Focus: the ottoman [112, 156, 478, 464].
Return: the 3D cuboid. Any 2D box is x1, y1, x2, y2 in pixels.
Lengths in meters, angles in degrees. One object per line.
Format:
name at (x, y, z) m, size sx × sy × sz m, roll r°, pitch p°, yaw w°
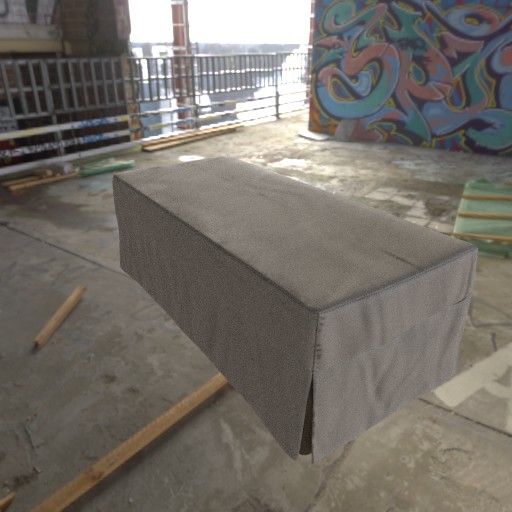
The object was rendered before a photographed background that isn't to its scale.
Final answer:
ottoman at (0.000, 0.000, 1.666) m, size 0.665 × 0.457 × 1.388 m, roll -17°, pitch 30°, yaw -31°
